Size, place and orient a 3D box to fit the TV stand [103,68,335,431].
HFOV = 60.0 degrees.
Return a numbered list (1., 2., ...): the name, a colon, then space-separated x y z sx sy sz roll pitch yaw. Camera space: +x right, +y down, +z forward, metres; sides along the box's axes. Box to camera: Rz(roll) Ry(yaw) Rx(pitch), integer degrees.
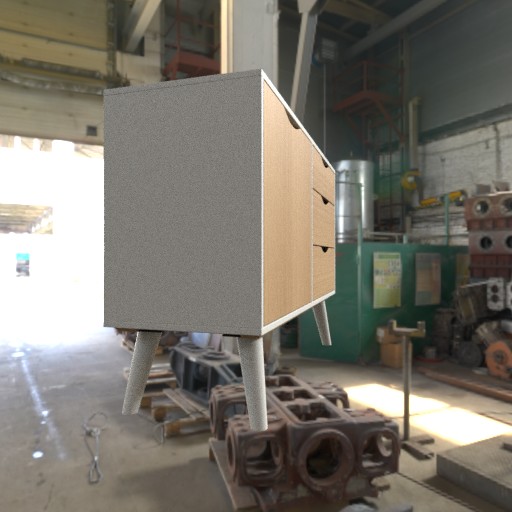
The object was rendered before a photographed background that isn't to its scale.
1. TV stand: 0.000 0.000 1.593 0.406 0.812 1.193 0 0 18
